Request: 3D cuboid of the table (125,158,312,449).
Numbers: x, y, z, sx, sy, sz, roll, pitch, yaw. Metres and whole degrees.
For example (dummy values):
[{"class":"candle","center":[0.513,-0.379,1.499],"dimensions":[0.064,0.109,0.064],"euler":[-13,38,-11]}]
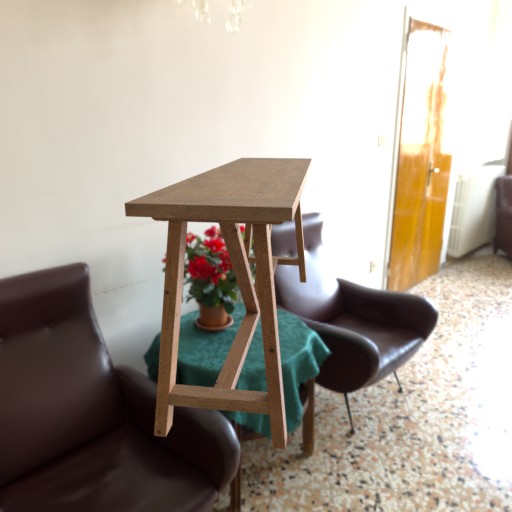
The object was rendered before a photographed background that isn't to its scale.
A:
[{"class":"table","center":[0.000,0.000,2.161],"dimensions":[0.465,0.810,1.800],"euler":[2,17,8]}]
